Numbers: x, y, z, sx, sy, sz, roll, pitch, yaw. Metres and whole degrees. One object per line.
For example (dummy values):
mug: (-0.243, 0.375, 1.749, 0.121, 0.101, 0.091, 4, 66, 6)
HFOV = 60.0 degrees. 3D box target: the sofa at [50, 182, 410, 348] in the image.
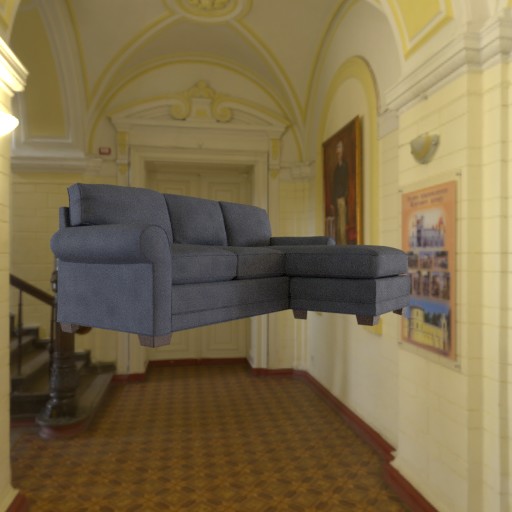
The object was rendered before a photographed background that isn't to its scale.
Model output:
sofa: (0.000, 0.000, 3.565, 1.780, 1.063, 2.567, 0, 0, 35)
